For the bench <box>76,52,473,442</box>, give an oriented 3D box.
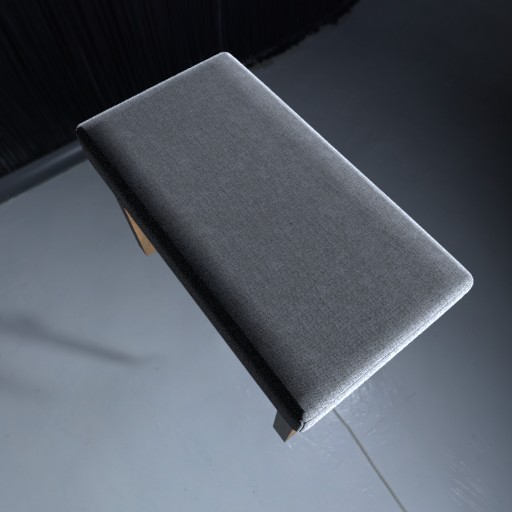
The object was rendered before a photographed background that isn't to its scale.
[{"bbox_3d":[0.000,0.000,0.963,0.366,0.467,0.681,-34,68,-16],"label":"bench"}]
